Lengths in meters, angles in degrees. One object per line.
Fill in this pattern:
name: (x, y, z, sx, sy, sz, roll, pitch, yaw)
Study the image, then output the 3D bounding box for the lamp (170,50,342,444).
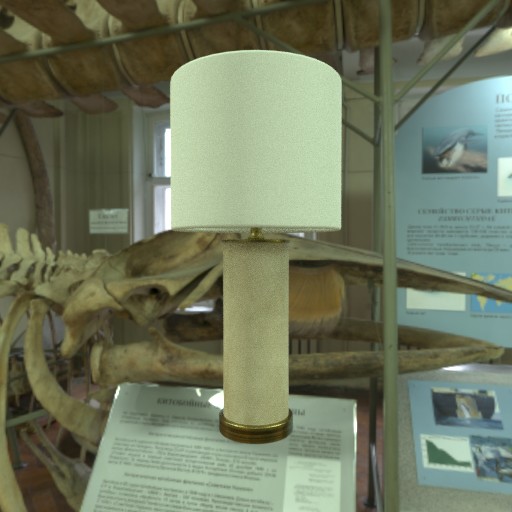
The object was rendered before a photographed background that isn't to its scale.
lamp: (0.000, 0.000, 0.810, 0.305, 0.634, 0.305, 0, 1, -19)
